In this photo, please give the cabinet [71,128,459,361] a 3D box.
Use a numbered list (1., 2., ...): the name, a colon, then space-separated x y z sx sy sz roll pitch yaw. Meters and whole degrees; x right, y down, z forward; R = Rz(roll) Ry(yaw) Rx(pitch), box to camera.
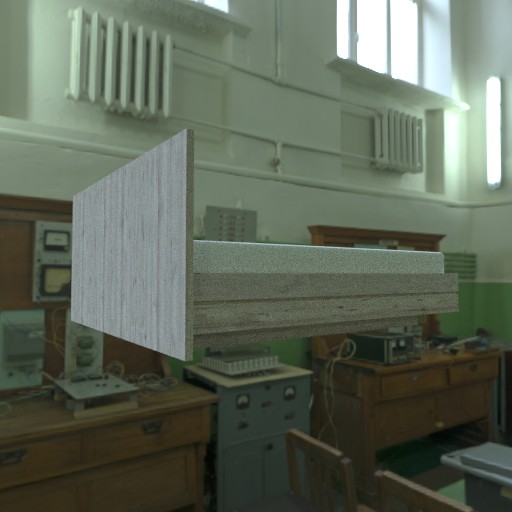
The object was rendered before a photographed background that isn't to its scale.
1. cabinet: 0.000 0.000 3.206 2.080 0.970 1.950 2 -3 -35
